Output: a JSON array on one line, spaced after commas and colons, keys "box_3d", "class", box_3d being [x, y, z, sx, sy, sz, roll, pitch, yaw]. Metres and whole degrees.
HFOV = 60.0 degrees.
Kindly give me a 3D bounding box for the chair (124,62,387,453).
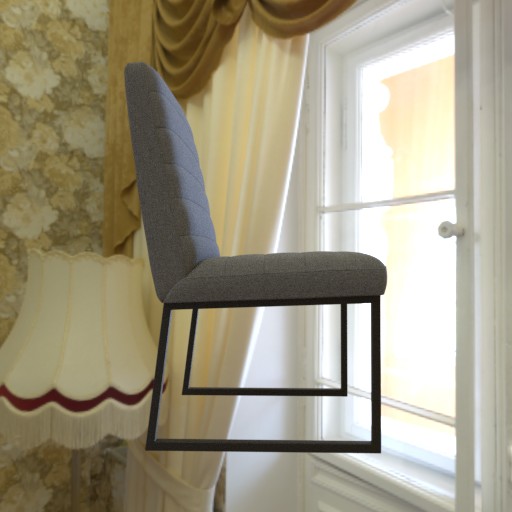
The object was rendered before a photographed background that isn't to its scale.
[{"box_3d": [0.000, 0.000, 1.280, 0.634, 0.930, 0.520, 0, -1, 2], "class": "chair"}]
